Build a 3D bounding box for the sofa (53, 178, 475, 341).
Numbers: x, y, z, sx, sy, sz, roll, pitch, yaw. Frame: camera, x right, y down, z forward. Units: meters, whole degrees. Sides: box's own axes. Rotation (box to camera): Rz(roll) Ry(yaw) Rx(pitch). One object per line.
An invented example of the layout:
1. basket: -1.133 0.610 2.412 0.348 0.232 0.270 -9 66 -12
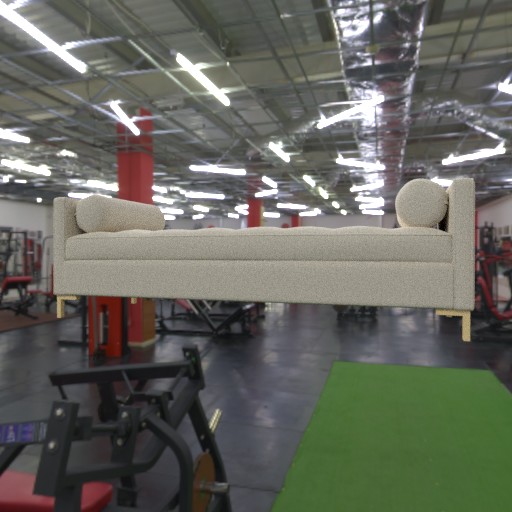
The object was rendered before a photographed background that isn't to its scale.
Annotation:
1. sofa: 0.000 0.000 2.319 1.985 0.641 0.746 0 1 18
